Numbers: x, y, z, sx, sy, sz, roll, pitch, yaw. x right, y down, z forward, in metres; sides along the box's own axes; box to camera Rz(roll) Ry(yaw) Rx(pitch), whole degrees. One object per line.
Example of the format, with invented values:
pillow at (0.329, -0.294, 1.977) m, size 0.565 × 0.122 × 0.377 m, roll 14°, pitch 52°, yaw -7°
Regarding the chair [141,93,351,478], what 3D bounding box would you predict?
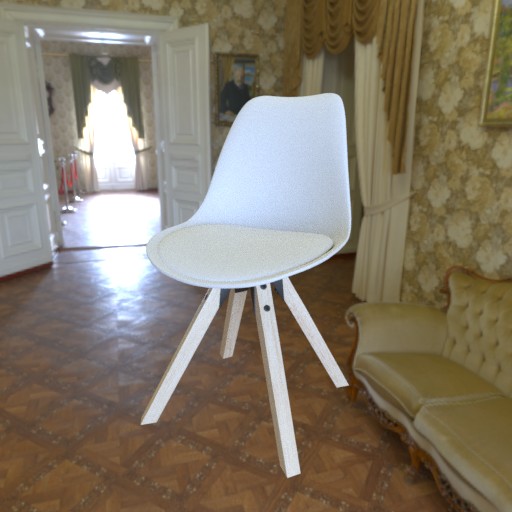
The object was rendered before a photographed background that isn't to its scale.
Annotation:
chair at (0.000, 0.000, 1.181) m, size 0.485 × 0.850 × 0.550 m, roll 7°, pitch 17°, yaw 26°
